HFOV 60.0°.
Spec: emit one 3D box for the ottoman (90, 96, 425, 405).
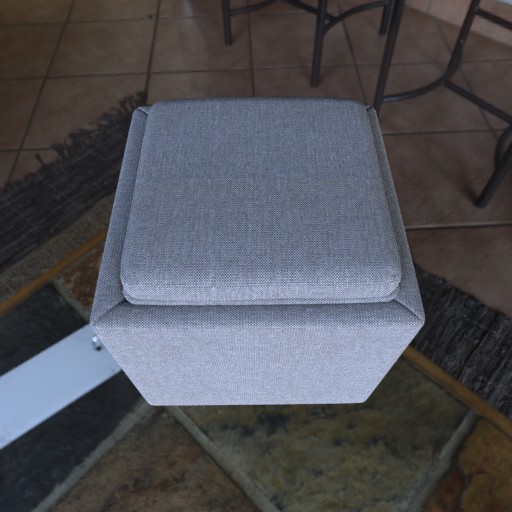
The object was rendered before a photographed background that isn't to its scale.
[{"bbox_3d":[0.000,0.000,0.844,0.450,0.460,0.450,-1,57,0],"label":"ottoman"}]
